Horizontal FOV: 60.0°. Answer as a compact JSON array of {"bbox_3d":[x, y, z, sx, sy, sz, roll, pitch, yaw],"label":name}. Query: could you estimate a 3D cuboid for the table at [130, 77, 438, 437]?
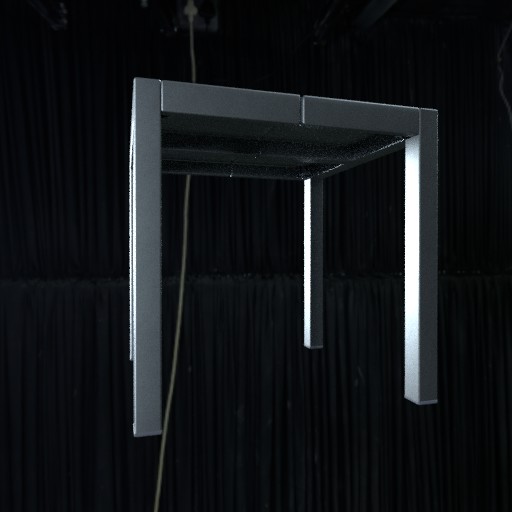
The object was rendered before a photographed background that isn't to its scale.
[{"bbox_3d":[0.000,0.000,0.938,0.508,0.508,0.508,0,0,-16],"label":"table"}]
